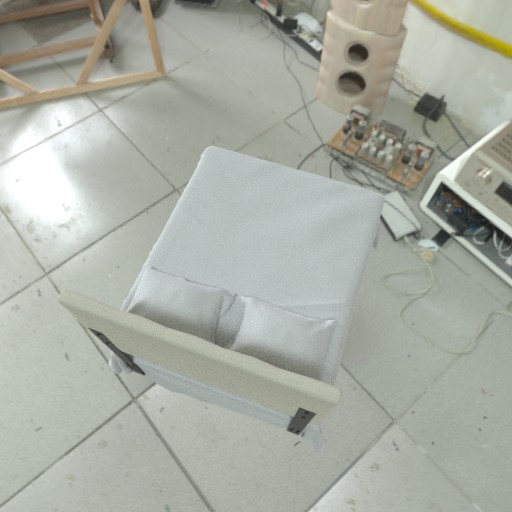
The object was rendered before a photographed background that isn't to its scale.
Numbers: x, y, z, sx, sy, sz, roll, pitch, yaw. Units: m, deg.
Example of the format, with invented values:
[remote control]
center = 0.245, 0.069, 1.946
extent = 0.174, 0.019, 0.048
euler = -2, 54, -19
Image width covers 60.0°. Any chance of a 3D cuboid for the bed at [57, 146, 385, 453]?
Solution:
[bed]
center = 0.000, 0.000, 3.456
extent = 1.936, 1.577, 2.222
euler = 18, 64, 9
